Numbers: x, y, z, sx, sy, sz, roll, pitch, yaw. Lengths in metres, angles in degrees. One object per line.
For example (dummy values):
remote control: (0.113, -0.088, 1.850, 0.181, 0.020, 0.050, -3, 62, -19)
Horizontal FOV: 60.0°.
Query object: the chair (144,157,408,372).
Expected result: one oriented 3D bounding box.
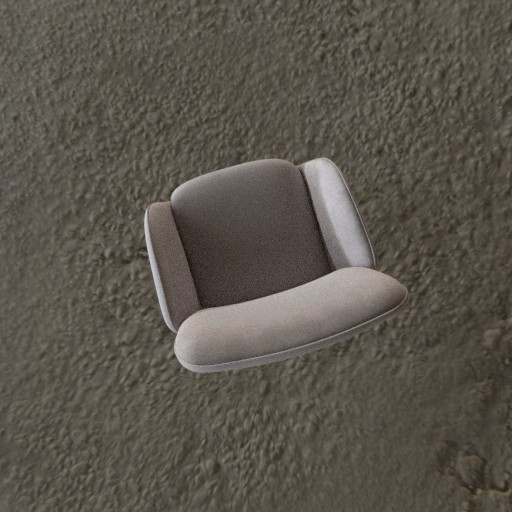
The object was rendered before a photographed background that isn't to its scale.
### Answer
chair: (0.000, 0.000, 1.378, 0.648, 0.959, 0.654, -16, 76, -4)
